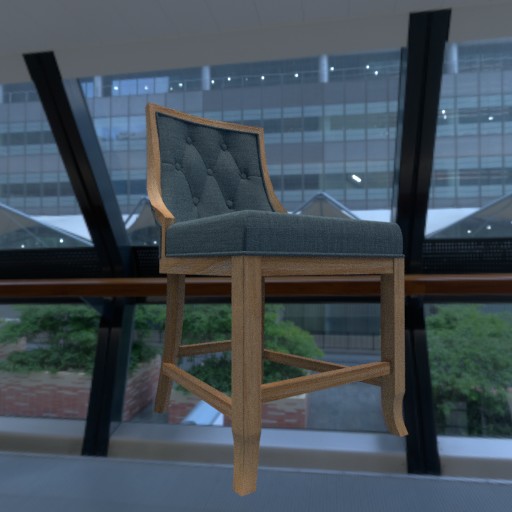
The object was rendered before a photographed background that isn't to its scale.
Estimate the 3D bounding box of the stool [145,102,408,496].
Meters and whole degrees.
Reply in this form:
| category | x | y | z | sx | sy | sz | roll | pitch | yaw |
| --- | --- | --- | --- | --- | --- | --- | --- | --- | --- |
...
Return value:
| category | x | y | z | sx | sy | sz | roll | pitch | yaw |
| --- | --- | --- | --- | --- | --- | --- | --- | --- | --- |
| stool | 0.000 | 0.000 | 1.258 | 0.524 | 0.938 | 0.626 | 1 | -1 | -36 |
